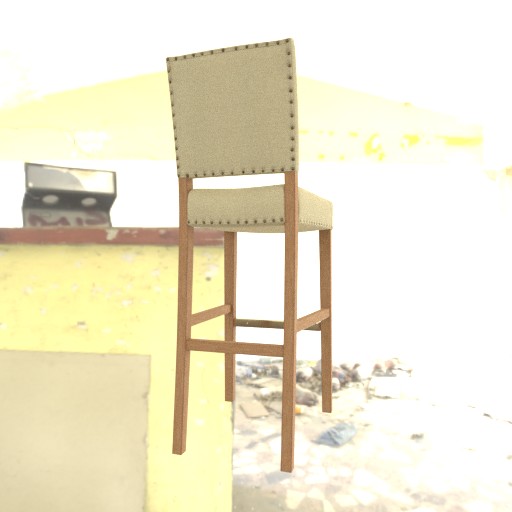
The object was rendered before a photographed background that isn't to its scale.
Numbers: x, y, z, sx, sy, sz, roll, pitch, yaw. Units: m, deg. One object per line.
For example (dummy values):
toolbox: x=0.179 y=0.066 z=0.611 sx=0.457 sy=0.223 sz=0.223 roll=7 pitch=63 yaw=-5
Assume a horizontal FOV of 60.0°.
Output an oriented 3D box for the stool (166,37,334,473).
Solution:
stool: x=0.000 y=0.000 z=1.447 sx=0.428 sy=1.143 sz=0.546 roll=0 pitch=0 yaw=18
